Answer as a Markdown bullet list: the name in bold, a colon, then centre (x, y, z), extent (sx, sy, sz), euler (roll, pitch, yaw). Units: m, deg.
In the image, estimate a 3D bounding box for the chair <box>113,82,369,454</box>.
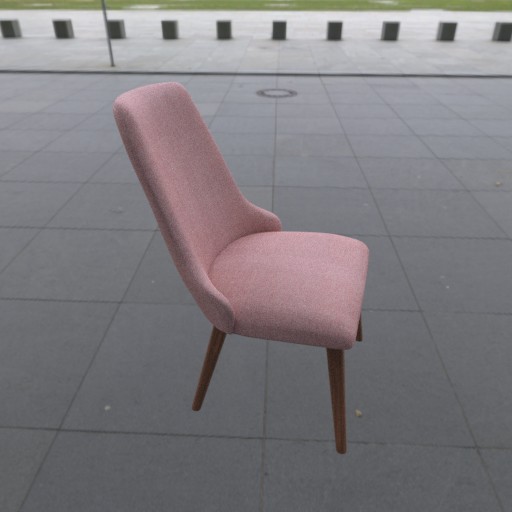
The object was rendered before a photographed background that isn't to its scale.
- **chair**: centre (0.000, 0.000, 1.336), extent (0.707, 0.918, 0.535), euler (10, 33, 15)
